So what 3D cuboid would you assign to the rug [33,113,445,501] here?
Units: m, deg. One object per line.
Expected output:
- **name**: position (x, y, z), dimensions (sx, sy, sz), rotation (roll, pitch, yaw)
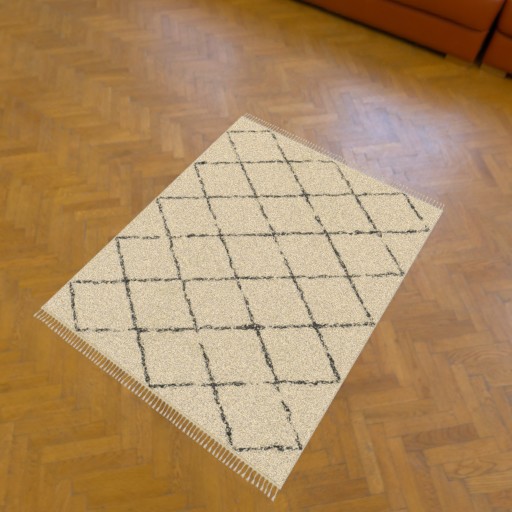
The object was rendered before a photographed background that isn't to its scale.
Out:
- **rug**: position (0.000, 0.000, 3.977), dimensions (2.380, 0.013, 3.051), rotation (30, 62, 18)
